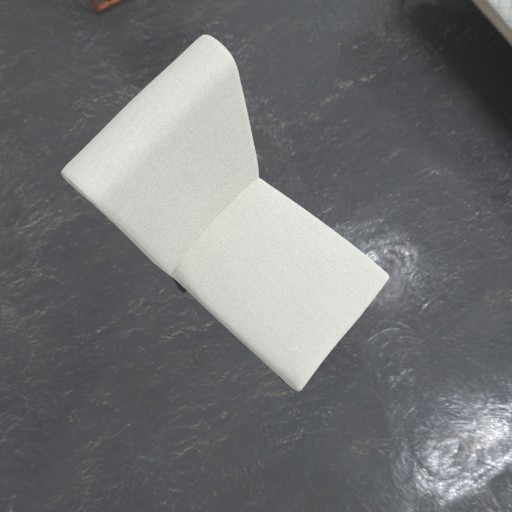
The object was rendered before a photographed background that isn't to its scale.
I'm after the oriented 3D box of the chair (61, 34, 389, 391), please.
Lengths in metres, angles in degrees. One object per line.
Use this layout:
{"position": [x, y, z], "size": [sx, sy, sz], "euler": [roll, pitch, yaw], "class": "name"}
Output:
{"position": [0.000, 0.000, 1.347], "size": [0.708, 0.976, 0.452], "euler": [39, 79, 9], "class": "chair"}
